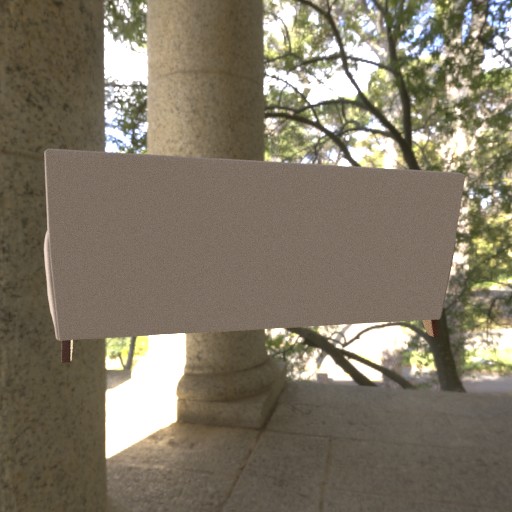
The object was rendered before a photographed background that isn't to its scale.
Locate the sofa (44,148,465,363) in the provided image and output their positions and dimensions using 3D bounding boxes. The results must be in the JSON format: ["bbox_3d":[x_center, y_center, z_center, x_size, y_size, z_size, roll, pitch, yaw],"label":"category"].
[{"bbox_3d":[0.000,0.000,2.342,2.000,0.846,0.875,0,1,-17],"label":"sofa"}]
